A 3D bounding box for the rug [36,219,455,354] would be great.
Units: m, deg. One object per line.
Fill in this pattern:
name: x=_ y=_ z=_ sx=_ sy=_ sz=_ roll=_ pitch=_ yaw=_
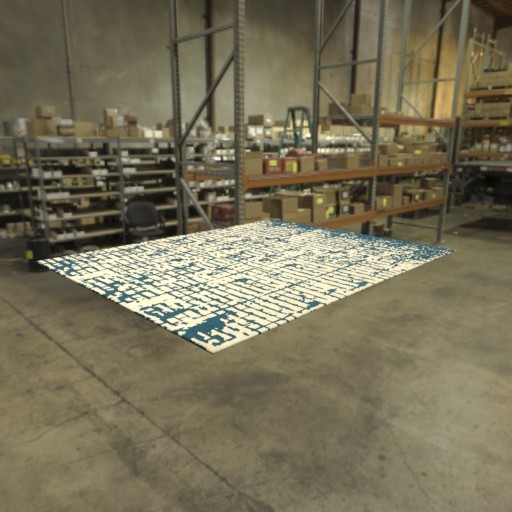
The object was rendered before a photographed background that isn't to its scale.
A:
rug: x=0.000 y=0.000 z=4.061 sx=3.017 sy=0.014 sz=2.416 roll=-14 pitch=20 yaw=-43
